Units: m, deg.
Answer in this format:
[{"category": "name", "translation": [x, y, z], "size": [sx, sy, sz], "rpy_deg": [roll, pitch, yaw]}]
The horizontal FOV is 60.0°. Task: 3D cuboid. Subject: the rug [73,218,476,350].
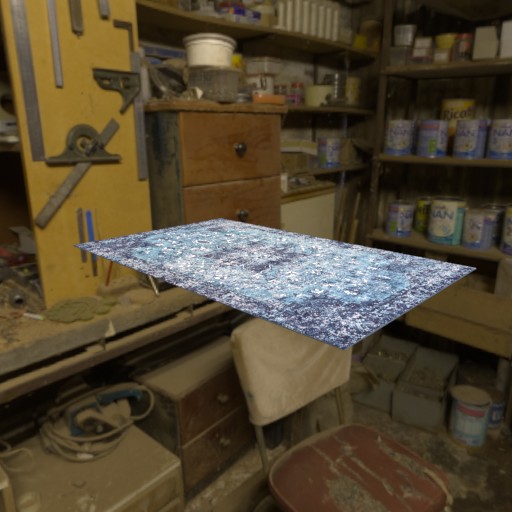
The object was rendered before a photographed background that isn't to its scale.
[{"category": "rug", "translation": [0.000, 0.000, 3.113], "size": [2.440, 0.007, 1.525], "rpy_deg": [15, 21, 42]}]
